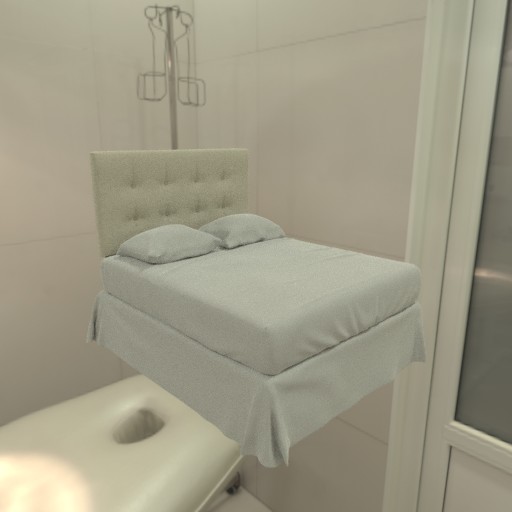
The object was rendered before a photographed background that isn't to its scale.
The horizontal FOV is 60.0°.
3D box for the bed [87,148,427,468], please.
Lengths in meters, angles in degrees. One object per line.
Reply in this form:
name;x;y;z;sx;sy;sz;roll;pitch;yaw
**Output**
bed;0.000;0.000;3.452;1.936;1.577;2.222;-14;20;-42
